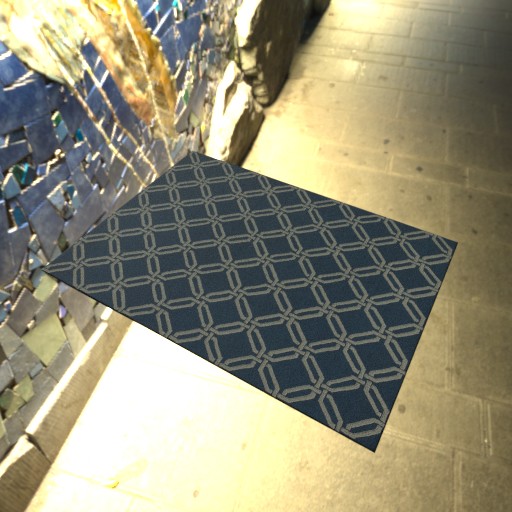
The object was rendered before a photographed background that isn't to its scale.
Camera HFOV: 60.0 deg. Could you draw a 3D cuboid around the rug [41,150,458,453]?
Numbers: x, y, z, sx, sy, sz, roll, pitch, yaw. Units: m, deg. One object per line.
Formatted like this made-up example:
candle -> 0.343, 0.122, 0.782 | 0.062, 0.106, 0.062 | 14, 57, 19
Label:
rug -> 0.000, 0.000, 4.374 | 3.342, 0.018, 2.432 | 23, 50, 21
